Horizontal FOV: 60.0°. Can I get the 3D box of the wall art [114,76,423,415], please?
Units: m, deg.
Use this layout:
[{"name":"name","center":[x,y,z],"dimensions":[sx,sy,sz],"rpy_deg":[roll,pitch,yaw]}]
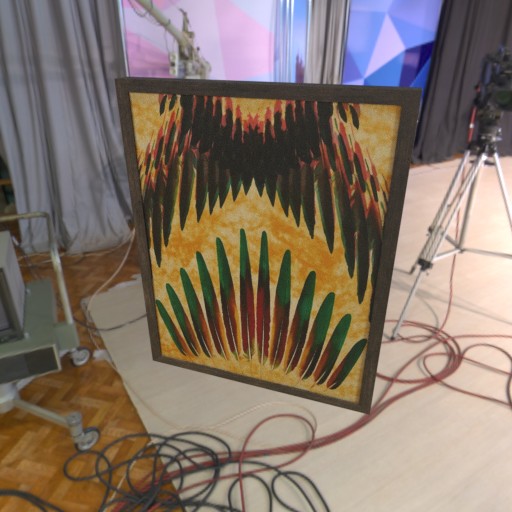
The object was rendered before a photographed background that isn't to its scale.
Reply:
[{"name":"wall art","center":[0.000,0.000,0.555],"dimensions":[0.329,0.406,0.027],"rpy_deg":[9,29,17]}]
